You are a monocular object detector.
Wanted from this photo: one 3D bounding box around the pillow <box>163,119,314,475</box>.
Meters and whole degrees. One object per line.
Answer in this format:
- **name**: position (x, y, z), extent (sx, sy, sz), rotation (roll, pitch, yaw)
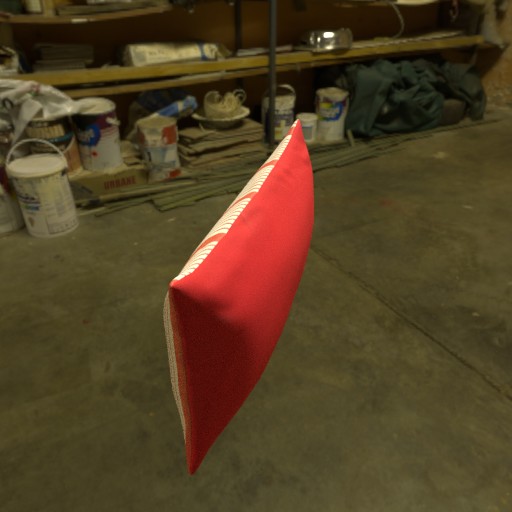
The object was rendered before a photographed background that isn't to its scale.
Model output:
- **pillow**: position (0.000, 0.000, 0.732), extent (0.151, 0.297, 0.608), rotation (8, 32, 13)
